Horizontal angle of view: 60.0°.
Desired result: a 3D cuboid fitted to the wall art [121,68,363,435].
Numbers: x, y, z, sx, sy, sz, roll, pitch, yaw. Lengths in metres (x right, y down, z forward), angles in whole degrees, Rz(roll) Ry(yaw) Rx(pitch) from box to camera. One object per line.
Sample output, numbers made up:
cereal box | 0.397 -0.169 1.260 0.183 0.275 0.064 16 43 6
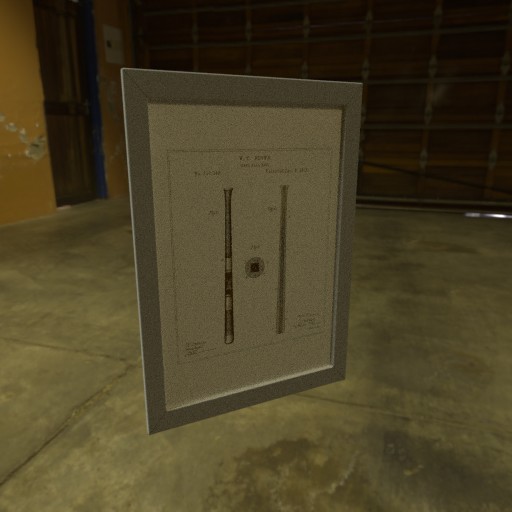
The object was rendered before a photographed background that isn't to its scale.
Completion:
wall art | 0.000 0.000 0.701 0.374 0.529 0.012 -7 17 -25
